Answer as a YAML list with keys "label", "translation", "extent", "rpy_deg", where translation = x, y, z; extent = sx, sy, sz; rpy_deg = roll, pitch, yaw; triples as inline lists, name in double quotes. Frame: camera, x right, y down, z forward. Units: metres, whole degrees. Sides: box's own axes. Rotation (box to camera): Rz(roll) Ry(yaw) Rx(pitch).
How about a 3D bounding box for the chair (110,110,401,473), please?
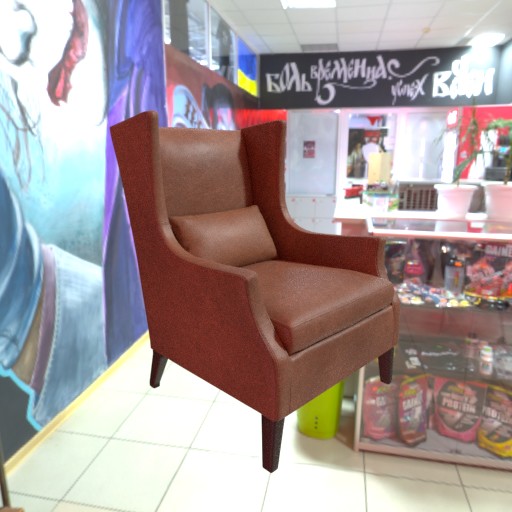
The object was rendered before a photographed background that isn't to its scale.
- label: "chair"
  translation: [0.000, 0.000, 1.770]
  extent: [0.913, 1.088, 0.815]
  rpy_deg: [13, 18, 43]
